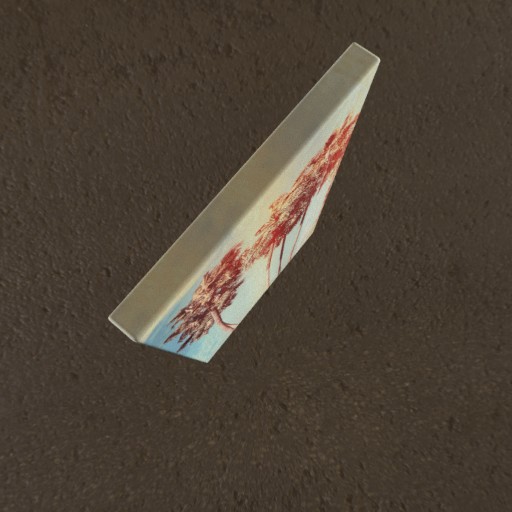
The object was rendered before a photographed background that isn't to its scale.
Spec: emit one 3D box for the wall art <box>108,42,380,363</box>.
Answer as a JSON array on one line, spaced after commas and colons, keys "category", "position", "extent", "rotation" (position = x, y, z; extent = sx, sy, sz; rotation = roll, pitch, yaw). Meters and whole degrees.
[{"category": "wall art", "position": [0.000, 0.000, 0.748], "extent": [0.038, 0.610, 0.401], "rotation": [38, 78, 10]}]
